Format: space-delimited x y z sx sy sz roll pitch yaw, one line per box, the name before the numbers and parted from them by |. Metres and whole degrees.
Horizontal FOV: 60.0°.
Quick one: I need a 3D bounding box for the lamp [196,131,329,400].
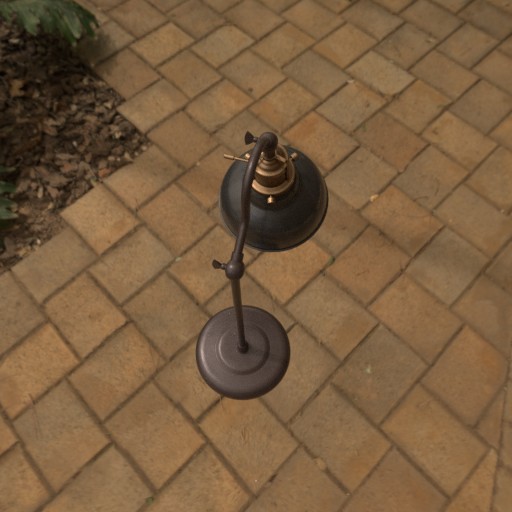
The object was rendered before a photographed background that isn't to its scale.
lamp | 0.000 0.000 0.711 0.192 0.508 0.374 15 64 7
